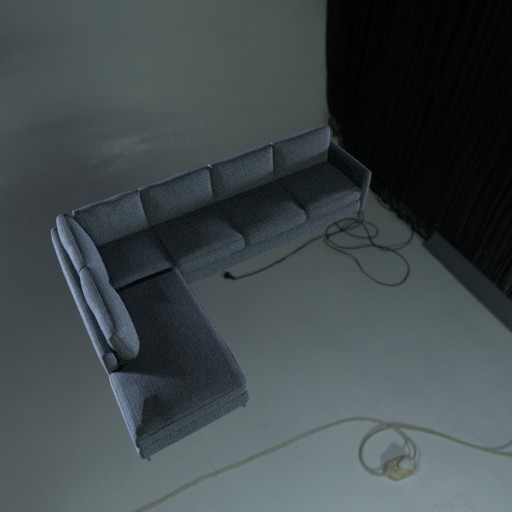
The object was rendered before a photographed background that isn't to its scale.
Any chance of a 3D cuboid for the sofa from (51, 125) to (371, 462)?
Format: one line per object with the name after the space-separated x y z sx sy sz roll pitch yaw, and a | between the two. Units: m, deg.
0.000 0.000 3.823 2.949 0.815 2.007 -24 51 -20 | sofa
